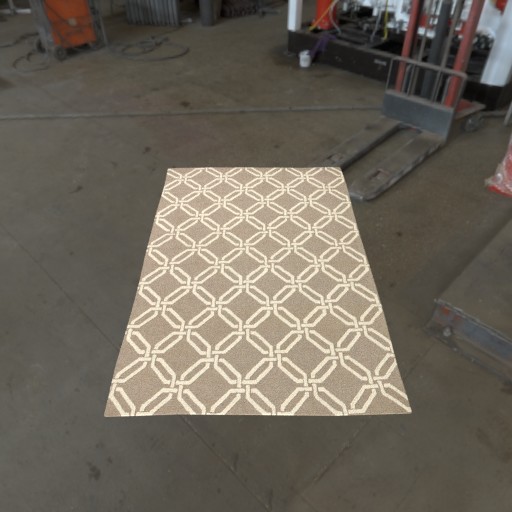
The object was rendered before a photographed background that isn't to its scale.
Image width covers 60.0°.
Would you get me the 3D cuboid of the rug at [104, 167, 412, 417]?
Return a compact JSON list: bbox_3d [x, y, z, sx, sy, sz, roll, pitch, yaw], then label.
[{"bbox_3d":[0.000,0.000,2.270,1.142,0.010,1.748,0,42,-1],"label":"rug"}]
